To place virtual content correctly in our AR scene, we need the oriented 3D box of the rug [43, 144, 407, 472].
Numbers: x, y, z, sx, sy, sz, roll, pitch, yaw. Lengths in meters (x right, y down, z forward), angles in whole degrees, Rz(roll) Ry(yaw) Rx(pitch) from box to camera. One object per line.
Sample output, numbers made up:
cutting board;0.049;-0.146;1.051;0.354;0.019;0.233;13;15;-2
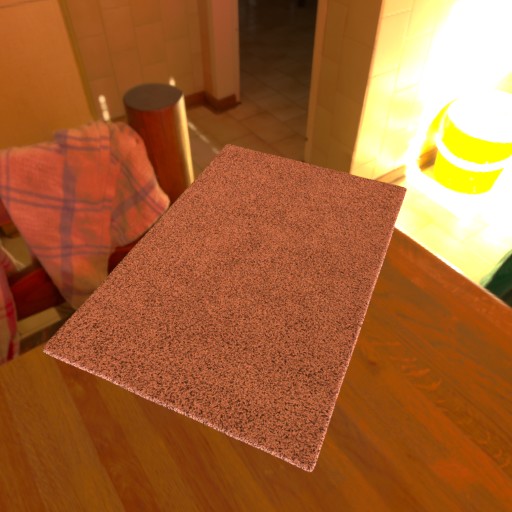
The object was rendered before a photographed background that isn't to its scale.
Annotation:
rug;0.000;0.000;2.288;1.219;0.030;1.778;18;48;16
